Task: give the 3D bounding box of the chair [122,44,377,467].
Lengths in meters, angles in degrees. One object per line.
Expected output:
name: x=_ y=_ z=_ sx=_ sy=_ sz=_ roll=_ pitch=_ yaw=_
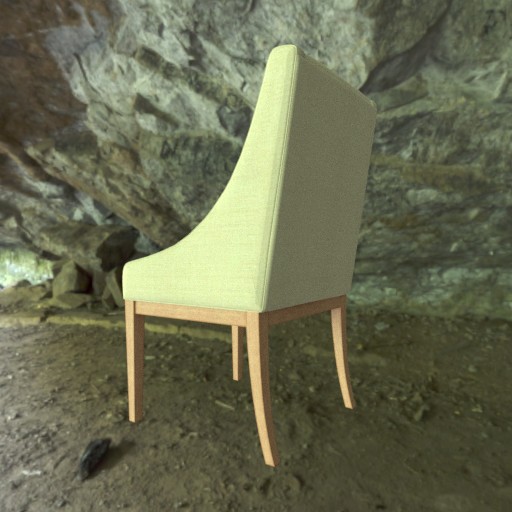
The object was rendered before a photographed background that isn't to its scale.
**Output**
chair: x=0.000 y=0.000 z=1.420 sx=0.611 sy=1.021 sz=0.575 roll=1 pitch=2 yaw=35
